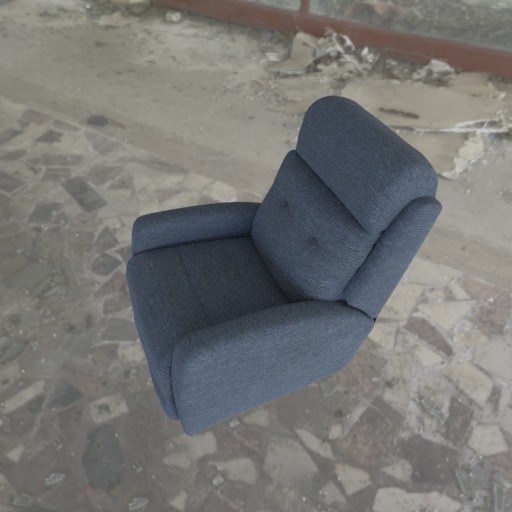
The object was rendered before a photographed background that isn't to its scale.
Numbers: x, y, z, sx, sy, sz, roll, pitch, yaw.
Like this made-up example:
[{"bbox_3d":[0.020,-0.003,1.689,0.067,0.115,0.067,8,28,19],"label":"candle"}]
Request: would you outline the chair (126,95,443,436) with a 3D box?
[{"bbox_3d":[0.000,0.000,1.759,1.043,1.013,0.798,-17,48,-16],"label":"chair"}]
